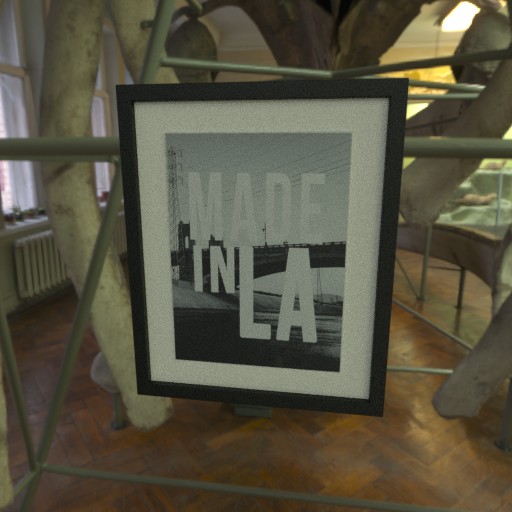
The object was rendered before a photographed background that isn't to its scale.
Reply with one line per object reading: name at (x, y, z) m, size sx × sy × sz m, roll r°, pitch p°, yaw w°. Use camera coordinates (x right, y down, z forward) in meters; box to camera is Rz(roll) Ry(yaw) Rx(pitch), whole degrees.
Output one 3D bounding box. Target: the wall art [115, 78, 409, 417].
wall art at (0.000, 0.000, 0.760) m, size 0.457 × 0.559 × 0.028 m, roll 2°, pitch 14°, yaw 9°
